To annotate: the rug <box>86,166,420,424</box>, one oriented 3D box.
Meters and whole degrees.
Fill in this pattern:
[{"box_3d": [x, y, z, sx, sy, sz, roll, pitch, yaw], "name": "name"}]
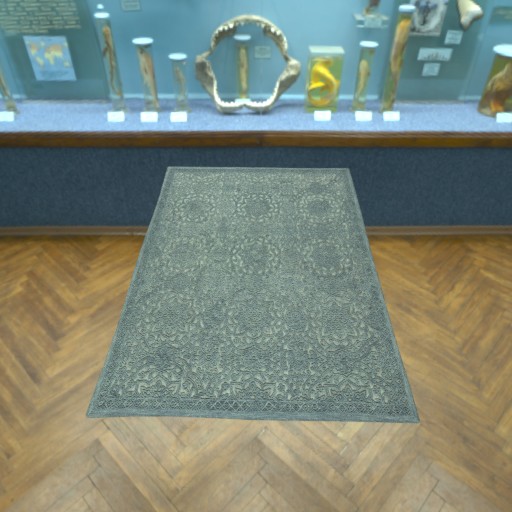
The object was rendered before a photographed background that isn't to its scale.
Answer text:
[{"box_3d": [0.000, 0.000, 2.304, 1.224, 0.016, 1.830, 1, 41, 1], "name": "rug"}]
